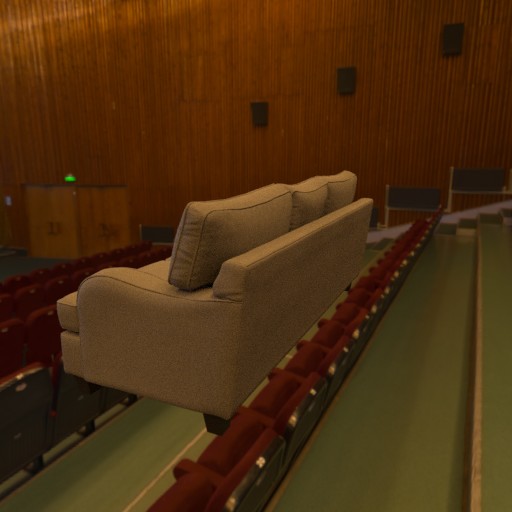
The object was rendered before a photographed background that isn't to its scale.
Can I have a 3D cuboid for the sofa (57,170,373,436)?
[{"bbox_3d":[0.000,0.000,2.846,1.016,0.991,2.323,7,15,25],"label":"sofa"}]
